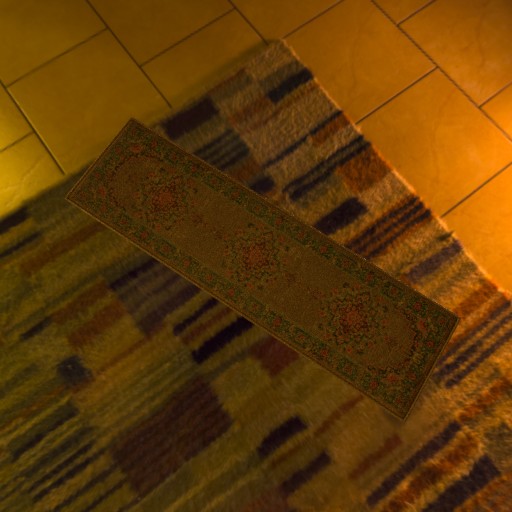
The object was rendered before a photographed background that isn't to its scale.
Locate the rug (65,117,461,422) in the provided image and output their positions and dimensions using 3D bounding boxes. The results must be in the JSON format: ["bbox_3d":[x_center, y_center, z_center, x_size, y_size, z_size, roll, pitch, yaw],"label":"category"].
[{"bbox_3d":[0.000,0.000,2.546,2.297,0.019,0.659,32,78,8],"label":"rug"}]
